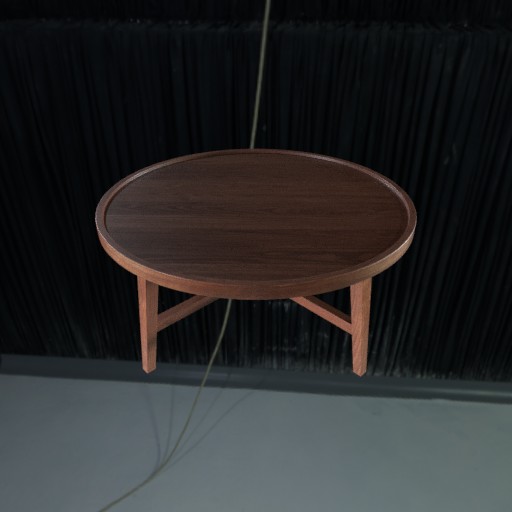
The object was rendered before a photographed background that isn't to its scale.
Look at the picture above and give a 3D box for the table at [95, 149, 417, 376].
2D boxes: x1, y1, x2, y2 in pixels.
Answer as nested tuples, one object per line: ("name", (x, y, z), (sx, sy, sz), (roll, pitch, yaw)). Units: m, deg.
("table", (0.000, 0.000, 1.249), (0.800, 0.360, 0.800), (0, 31, 0))
